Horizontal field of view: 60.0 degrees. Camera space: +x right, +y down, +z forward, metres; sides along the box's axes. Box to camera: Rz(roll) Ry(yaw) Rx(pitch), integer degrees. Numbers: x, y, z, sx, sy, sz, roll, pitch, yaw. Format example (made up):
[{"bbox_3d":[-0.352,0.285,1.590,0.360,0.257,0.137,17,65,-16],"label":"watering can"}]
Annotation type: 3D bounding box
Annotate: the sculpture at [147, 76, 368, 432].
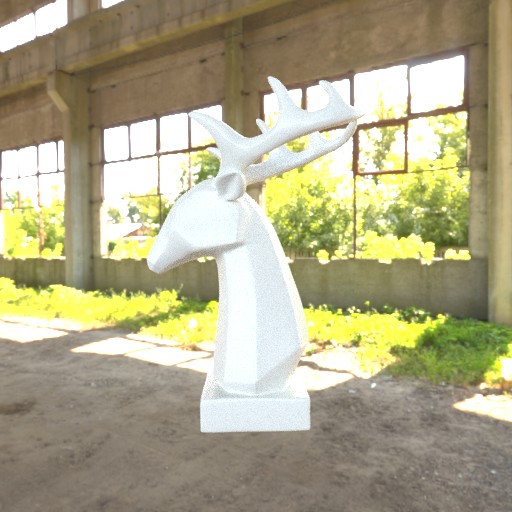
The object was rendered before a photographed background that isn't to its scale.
[{"bbox_3d":[0.000,0.000,0.460,0.224,0.329,0.174,0,1,-2],"label":"sculpture"}]
